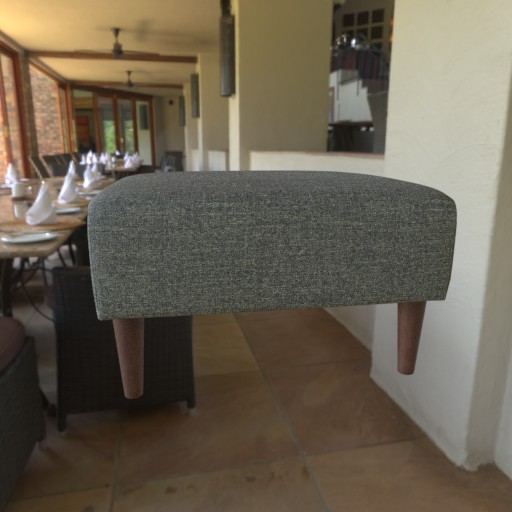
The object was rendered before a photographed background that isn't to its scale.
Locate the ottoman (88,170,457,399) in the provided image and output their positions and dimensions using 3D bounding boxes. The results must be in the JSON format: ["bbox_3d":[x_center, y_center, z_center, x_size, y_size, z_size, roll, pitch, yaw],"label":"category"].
[{"bbox_3d":[0.000,0.000,1.079,0.655,0.399,0.648,-2,14,-9],"label":"ottoman"}]
